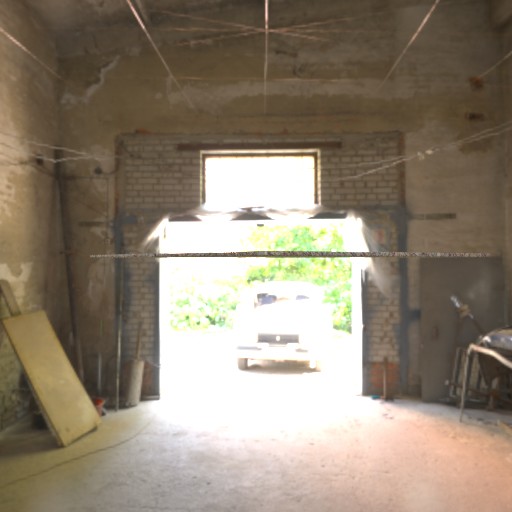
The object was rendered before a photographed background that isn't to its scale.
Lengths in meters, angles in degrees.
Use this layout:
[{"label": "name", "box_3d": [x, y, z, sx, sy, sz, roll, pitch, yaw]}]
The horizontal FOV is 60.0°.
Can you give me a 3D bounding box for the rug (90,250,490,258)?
[{"label": "rug", "box_3d": [0.000, 0.000, 2.918, 1.523, 0.019, 2.285, 0, -1, -35]}]
